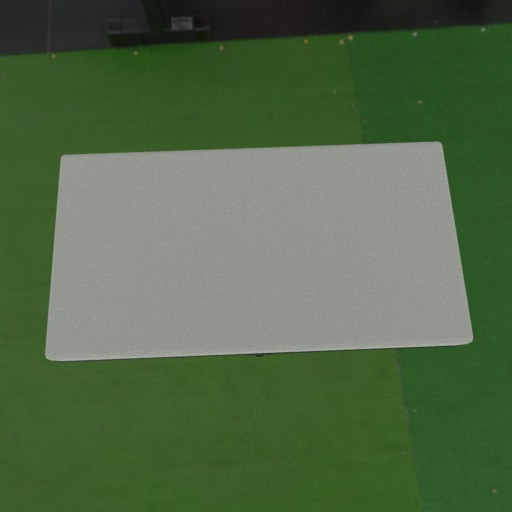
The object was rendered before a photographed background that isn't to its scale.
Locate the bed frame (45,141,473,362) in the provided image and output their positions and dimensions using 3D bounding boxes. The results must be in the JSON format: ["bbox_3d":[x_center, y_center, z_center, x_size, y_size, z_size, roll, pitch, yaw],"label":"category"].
[{"bbox_3d":[0.000,0.000,3.165,2.635,0.680,1.393,-2,75,-1],"label":"bed frame"}]
